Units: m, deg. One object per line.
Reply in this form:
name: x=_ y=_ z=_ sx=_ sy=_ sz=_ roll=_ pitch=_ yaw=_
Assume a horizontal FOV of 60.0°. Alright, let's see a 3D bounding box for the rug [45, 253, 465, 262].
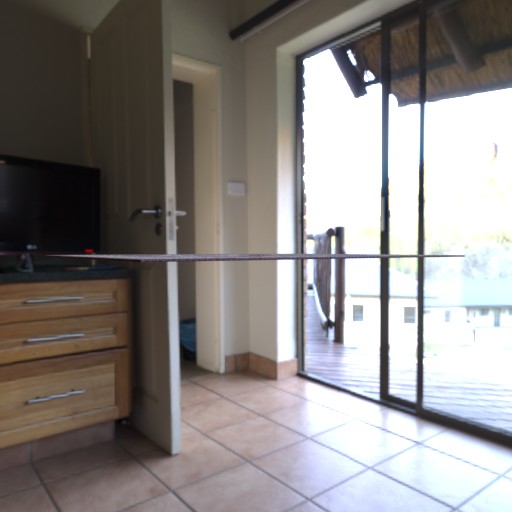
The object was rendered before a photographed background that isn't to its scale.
rug: x=0.000 y=0.000 z=2.879 sx=2.210 sy=0.011 sz=1.599 roll=-1 pitch=1 yaw=-37
